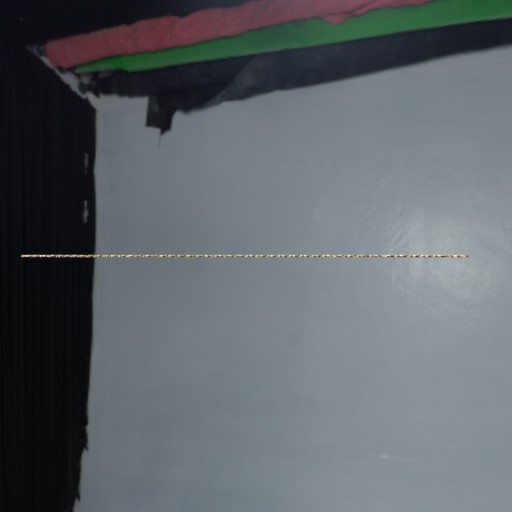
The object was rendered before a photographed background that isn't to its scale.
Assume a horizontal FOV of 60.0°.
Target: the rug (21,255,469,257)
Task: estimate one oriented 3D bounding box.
[{"bbox_3d":[0.000,0.000,2.257,1.828,0.008,1.219,0,0,19],"label":"rug"}]
